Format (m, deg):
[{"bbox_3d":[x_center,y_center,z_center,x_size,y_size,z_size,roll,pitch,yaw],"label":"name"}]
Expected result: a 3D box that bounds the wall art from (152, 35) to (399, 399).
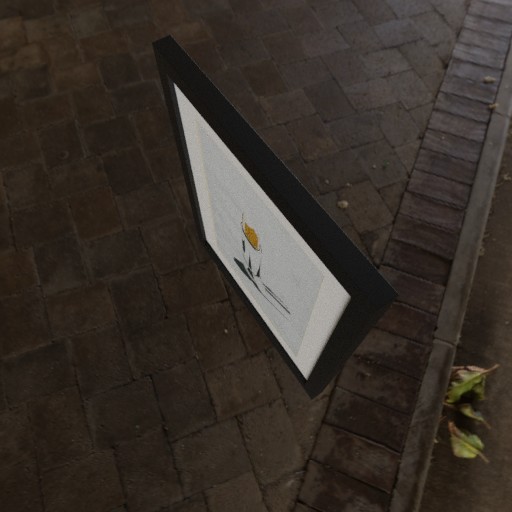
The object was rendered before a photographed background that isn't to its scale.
[{"bbox_3d":[0.000,0.000,0.765,0.029,0.559,0.457,-31,68,-14],"label":"wall art"}]
